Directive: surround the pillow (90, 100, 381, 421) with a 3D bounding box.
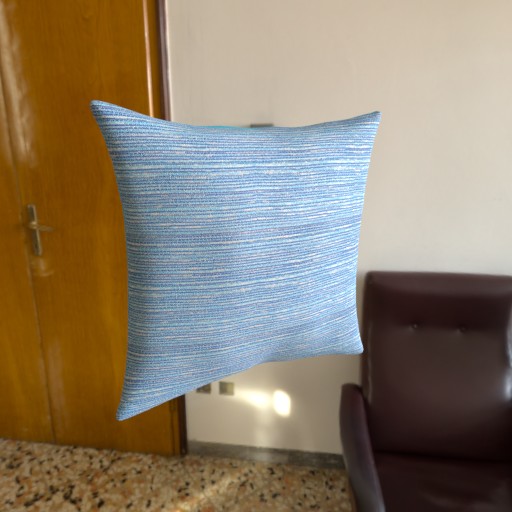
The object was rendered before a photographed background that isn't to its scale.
[{"bbox_3d":[0.000,0.000,0.770,0.514,0.497,0.150,-8,18,-26],"label":"pillow"}]
